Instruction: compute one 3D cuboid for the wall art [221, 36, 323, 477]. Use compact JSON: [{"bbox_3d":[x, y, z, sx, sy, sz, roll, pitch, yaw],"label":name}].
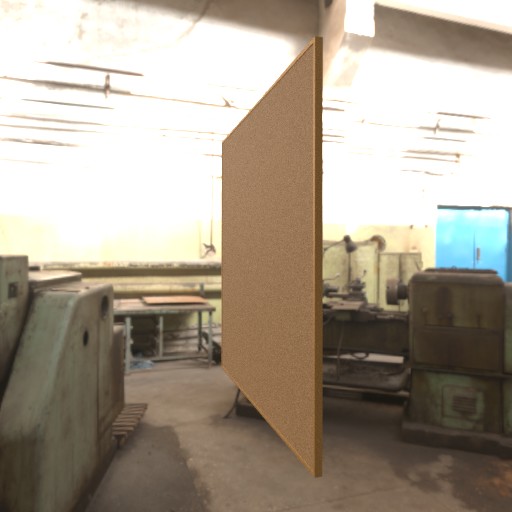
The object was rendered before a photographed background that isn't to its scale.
[{"bbox_3d":[0.000,0.000,0.974,0.014,0.655,0.657,0,0,-17],"label":"wall art"}]
